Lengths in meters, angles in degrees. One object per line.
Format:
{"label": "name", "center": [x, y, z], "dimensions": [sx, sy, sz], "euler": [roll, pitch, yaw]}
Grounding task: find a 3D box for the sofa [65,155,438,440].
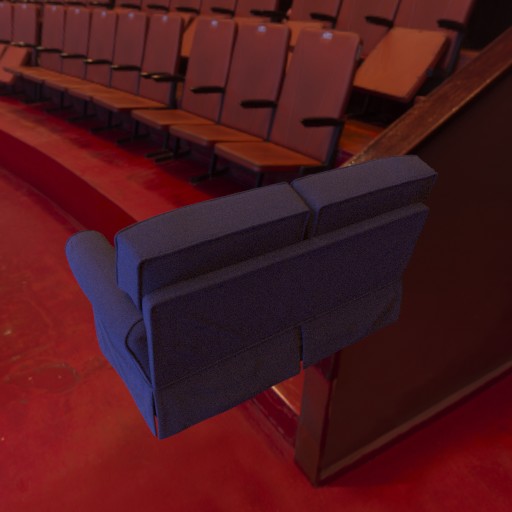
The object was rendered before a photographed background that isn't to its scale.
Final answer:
{"label": "sofa", "center": [0.000, 0.000, 2.429], "dimensions": [1.801, 1.059, 0.997], "euler": [-18, 35, -29]}
